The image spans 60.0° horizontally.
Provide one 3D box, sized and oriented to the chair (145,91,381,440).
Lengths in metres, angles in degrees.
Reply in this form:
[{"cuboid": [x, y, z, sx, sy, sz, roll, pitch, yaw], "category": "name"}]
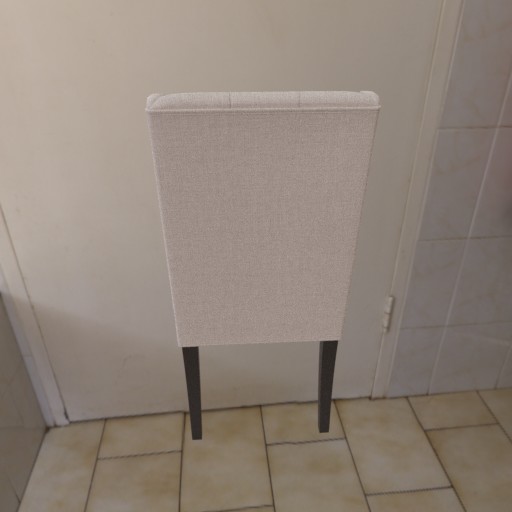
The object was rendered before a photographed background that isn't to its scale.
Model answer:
[{"cuboid": [0.000, 0.000, 1.253, 0.474, 0.961, 0.523, -2, 30, -3], "category": "chair"}]
